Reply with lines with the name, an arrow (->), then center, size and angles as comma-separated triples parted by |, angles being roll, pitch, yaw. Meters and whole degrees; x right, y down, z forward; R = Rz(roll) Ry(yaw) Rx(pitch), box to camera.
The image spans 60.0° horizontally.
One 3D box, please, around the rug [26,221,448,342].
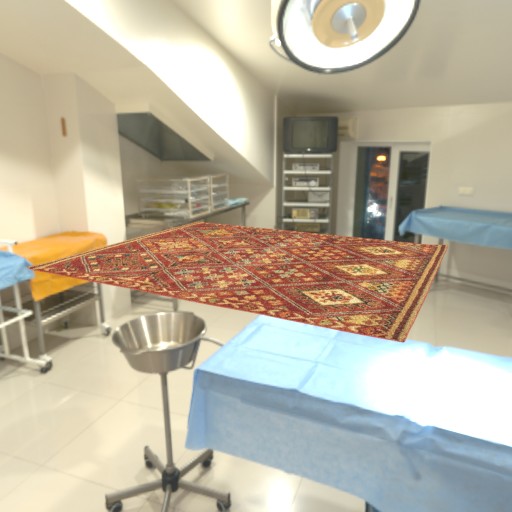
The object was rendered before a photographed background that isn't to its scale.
rug -> 0.000, 0.000, 4.102 | 3.086, 0.030, 2.489 | 8, 16, 27
